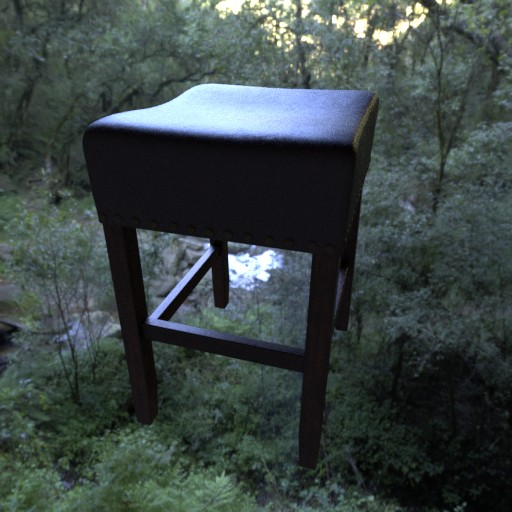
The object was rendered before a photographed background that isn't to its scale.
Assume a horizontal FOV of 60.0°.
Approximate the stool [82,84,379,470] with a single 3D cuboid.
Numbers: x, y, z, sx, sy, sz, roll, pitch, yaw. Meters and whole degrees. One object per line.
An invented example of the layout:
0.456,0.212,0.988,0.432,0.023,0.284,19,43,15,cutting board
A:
0.000,0.000,0.915,0.397,0.608,0.465,9,30,15,stool
